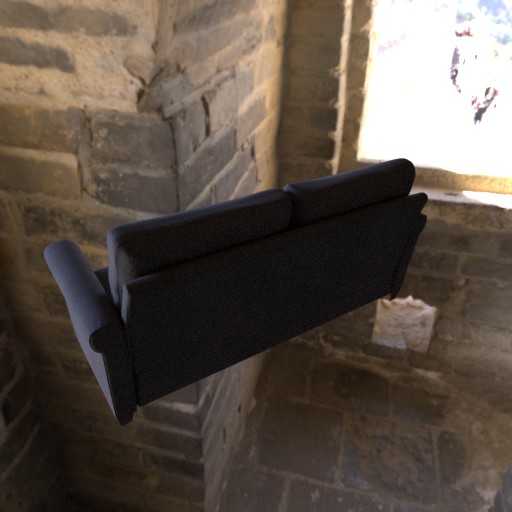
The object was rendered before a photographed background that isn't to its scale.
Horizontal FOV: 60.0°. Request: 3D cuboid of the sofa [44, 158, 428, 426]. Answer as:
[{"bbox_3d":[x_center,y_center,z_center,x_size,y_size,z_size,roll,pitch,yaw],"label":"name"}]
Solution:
[{"bbox_3d":[0.000,0.000,2.381,1.935,0.942,0.842,-18,34,-29],"label":"sofa"}]
